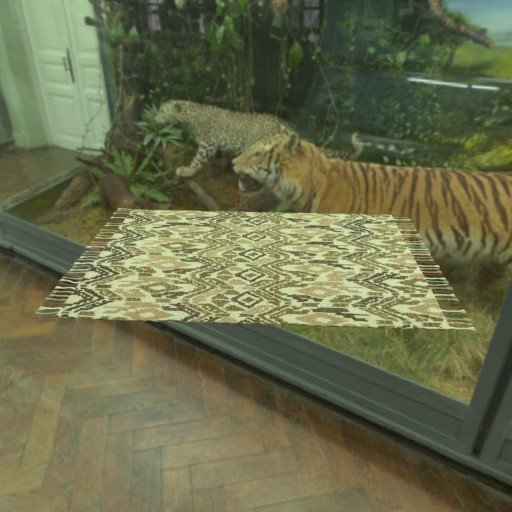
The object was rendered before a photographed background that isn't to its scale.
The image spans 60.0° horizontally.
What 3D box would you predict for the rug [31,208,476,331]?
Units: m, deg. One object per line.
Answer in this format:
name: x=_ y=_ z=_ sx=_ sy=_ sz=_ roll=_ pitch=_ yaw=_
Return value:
rug: x=0.000 y=0.000 z=3.053 sx=2.438 sy=0.008 sz=1.524 roll=1 pitch=30 yaw=2
